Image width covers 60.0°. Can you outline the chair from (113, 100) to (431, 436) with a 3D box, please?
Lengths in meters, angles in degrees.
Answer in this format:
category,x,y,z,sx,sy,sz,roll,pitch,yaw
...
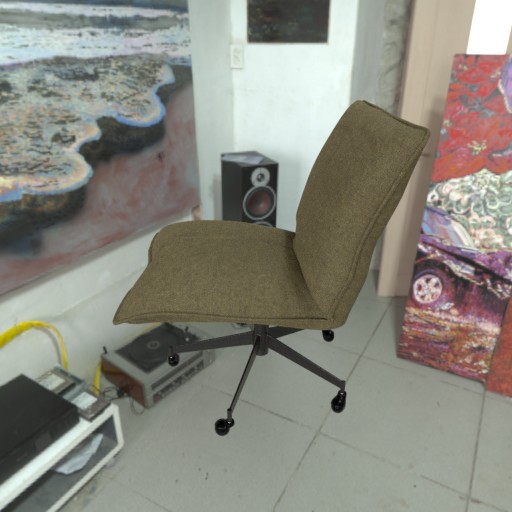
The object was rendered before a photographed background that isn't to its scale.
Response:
category,x,y,z,sx,sy,sz,roll,pitch,yaw
chair,0.000,0.000,1.278,0.696,0.811,0.597,0,25,0
